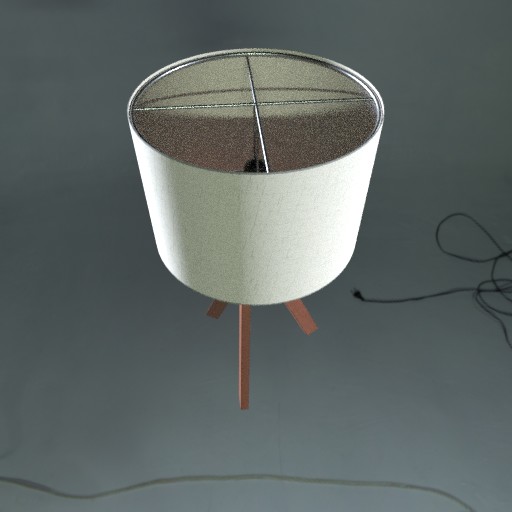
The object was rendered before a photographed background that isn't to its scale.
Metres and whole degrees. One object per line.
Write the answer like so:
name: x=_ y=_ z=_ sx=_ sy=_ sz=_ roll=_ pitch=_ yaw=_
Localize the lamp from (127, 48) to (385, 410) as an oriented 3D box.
lamp: x=0.000 y=0.000 z=0.915 sx=0.380 sy=0.686 sz=0.380 roll=-4 pitch=46 yaw=-4
